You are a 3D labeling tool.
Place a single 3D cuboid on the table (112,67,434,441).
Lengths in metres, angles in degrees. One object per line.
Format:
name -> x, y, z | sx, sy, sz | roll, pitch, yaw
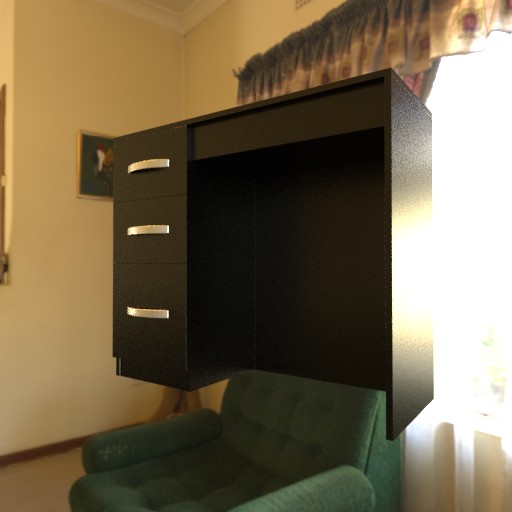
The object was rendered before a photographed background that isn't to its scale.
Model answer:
table -> 0.000, 0.000, 1.336 | 0.930, 0.790, 0.380 | -1, -1, 35
